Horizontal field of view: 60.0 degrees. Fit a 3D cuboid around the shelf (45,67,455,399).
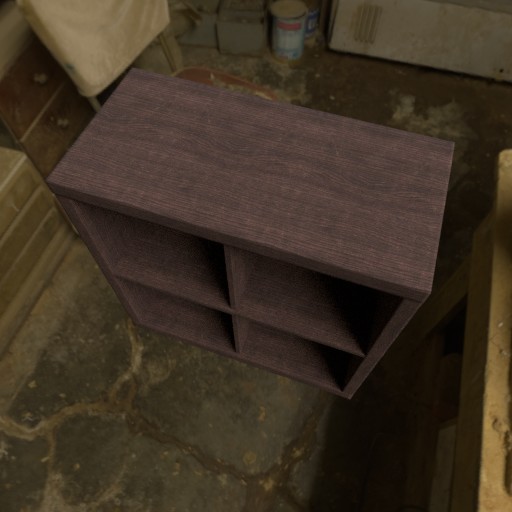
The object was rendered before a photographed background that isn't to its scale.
[{"bbox_3d":[0.000,0.000,1.283,0.790,0.786,0.390,17,60,10],"label":"shelf"}]
